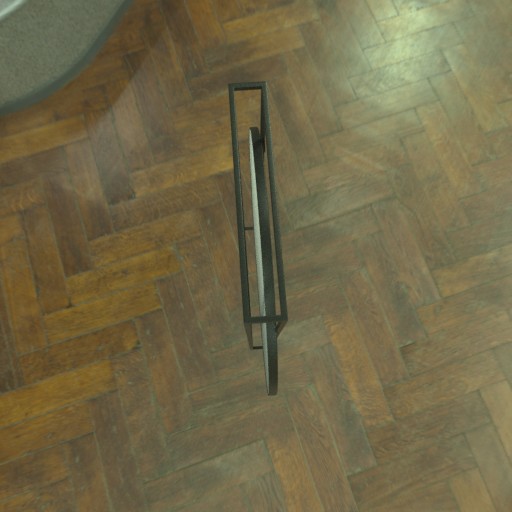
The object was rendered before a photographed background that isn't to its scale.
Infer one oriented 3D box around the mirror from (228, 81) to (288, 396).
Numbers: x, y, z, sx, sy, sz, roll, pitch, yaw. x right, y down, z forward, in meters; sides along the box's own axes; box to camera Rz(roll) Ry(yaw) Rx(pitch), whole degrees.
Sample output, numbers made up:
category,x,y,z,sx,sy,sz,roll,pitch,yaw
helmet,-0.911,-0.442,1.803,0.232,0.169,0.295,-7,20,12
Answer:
category,x,y,z,sx,sy,sz,roll,pitch,yaw
mirror,0.000,0.000,0.834,0.051,0.603,0.508,-4,75,-1
